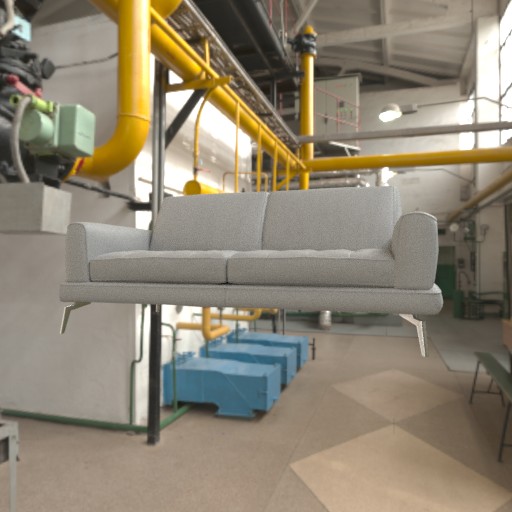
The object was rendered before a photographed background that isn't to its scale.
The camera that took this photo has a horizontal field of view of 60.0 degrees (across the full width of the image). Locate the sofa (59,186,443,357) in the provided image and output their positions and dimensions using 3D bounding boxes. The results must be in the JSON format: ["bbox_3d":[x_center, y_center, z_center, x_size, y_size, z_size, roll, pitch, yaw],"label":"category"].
[{"bbox_3d":[0.000,0.000,2.838,2.177,0.930,1.121,0,0,18],"label":"sofa"}]
